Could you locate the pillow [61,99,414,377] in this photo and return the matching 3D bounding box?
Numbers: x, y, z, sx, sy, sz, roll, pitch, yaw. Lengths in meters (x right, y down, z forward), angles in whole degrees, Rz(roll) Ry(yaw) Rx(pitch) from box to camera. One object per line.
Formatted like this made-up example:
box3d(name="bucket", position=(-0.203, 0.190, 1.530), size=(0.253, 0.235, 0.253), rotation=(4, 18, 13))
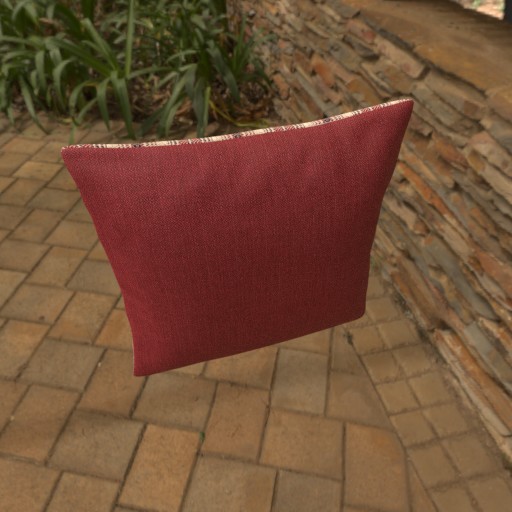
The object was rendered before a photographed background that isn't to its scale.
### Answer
box3d(name="pillow", position=(0.000, 0.000, 0.773), size=(0.513, 0.497, 0.166), rotation=(-12, 42, -14))
